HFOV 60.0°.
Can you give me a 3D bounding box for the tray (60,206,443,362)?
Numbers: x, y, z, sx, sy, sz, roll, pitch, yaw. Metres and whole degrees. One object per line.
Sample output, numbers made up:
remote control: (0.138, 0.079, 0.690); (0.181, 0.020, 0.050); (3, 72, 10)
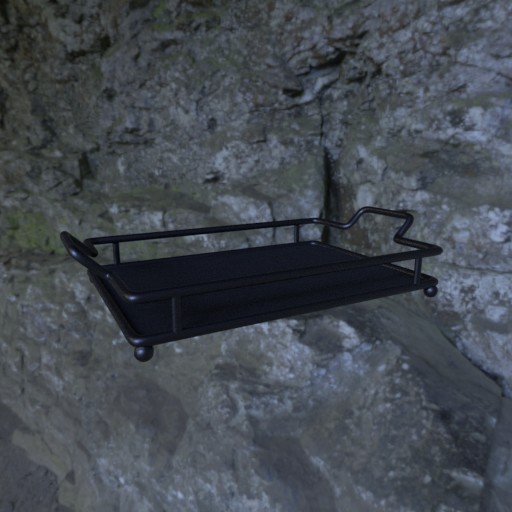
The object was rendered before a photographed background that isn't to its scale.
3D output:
tray: (0.000, 0.000, 0.625); (0.495, 0.101, 0.297); (-7, 16, -27)
